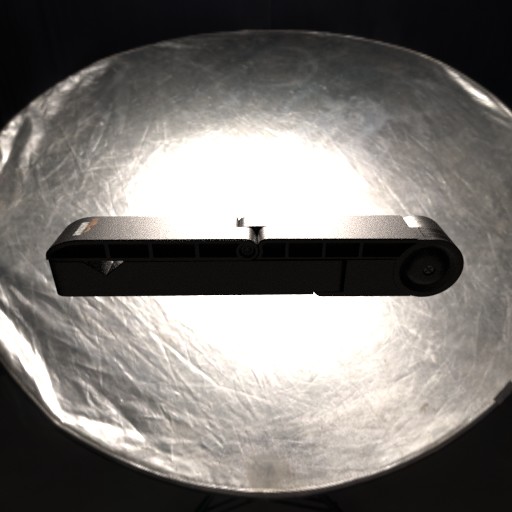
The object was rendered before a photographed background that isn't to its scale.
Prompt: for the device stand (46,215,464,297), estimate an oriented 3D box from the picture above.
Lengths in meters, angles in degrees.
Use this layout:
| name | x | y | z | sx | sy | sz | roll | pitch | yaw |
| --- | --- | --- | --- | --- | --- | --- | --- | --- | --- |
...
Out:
| name | x | y | z | sx | sy | sz | roll | pitch | yaw |
| --- | --- | --- | --- | --- | --- | --- | --- | --- | --- |
| device stand | 0.000 | 0.000 | 0.201 | 0.179 | 0.030 | 0.026 | 0 | 30 | -1 |
